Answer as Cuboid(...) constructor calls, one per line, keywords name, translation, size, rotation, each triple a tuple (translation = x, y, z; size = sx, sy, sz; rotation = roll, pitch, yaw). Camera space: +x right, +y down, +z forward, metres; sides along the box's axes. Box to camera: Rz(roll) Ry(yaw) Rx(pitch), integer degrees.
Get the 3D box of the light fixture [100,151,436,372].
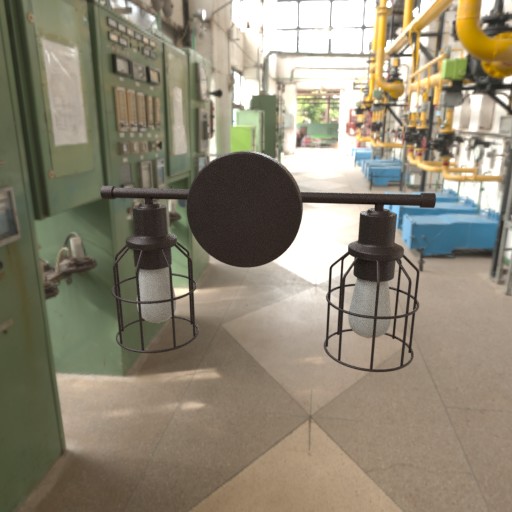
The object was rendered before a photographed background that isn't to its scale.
Cuboid(name="light fixture", translation=(0.000, 0.000, 0.535), size=(0.406, 0.254, 0.165), rotation=(3, 17, 9))
